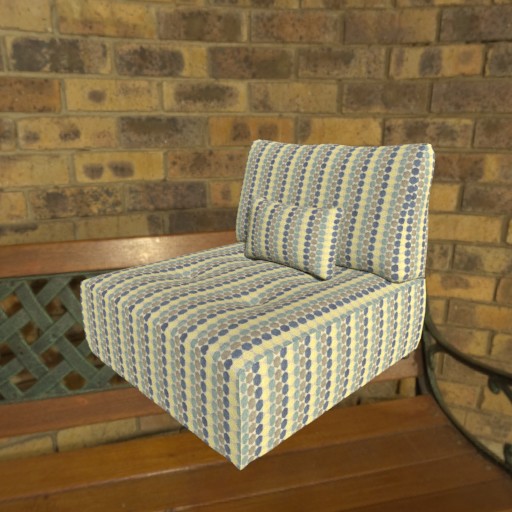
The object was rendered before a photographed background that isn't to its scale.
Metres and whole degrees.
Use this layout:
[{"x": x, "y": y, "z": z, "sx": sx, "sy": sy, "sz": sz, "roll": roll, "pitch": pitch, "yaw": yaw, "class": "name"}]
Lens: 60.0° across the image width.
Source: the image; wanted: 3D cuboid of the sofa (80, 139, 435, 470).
[{"x": 0.000, "y": 0.000, "z": 1.685, "sx": 1.000, "sy": 0.830, "sz": 0.930, "roll": -15, "pitch": 22, "yaw": -42, "class": "sofa"}]
